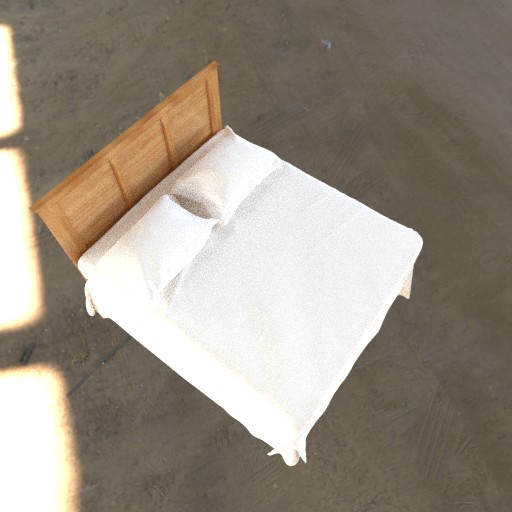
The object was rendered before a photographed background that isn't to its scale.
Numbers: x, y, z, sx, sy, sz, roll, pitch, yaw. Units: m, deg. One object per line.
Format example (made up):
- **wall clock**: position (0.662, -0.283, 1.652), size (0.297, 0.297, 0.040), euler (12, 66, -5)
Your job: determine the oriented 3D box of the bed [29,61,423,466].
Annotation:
- **bed**: position (0.000, 0.000, 3.091), size (2.035, 1.273, 1.870), euler (33, 64, 18)
